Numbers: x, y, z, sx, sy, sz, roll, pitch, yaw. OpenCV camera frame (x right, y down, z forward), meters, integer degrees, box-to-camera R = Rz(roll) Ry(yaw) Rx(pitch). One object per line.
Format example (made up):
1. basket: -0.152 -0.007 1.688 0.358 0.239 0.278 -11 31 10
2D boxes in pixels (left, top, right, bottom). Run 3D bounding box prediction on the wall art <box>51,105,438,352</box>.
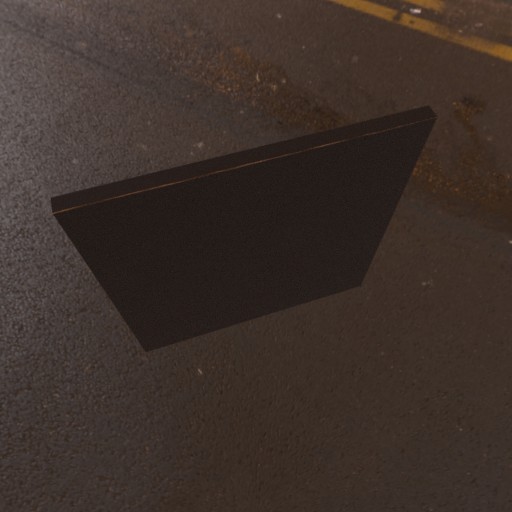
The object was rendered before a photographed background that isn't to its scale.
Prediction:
1. wall art: 0.000 0.000 1.172 0.762 0.762 0.038 -16 61 -9
